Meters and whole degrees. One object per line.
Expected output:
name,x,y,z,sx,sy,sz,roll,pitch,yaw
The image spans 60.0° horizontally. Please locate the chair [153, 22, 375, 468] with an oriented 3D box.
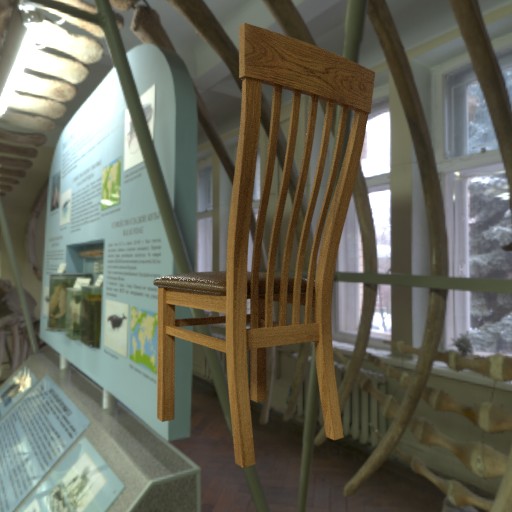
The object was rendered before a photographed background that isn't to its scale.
chair,0.000,0.000,1.353,0.450,1.050,0.580,1,-2,-35
